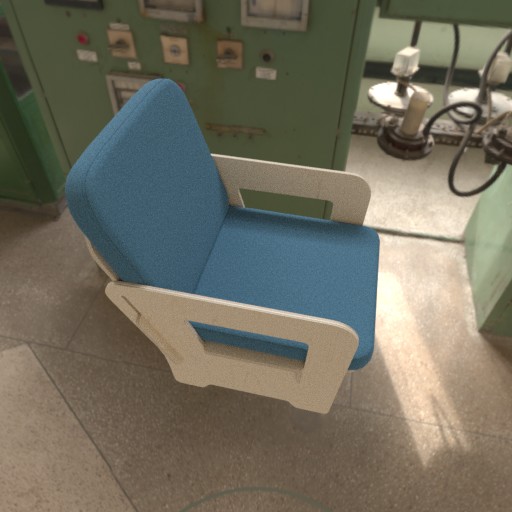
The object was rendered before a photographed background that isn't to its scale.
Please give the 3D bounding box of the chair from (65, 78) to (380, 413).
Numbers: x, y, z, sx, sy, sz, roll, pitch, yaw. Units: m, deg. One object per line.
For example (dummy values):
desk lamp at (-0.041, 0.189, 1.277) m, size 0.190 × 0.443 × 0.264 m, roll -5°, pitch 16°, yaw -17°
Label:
chair at (0.000, 0.000, 1.180) m, size 0.657 × 0.747 × 0.547 m, roll 10°, pitch 47°, yaw 9°
